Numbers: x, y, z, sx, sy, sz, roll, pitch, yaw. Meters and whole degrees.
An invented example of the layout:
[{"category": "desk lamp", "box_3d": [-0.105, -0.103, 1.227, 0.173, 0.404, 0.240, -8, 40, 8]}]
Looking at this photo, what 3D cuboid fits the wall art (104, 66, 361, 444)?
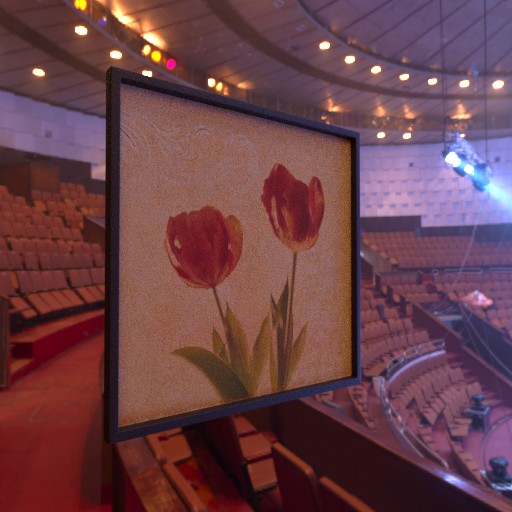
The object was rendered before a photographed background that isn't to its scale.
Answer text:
[{"category": "wall art", "box_3d": [0.000, 0.000, 1.199, 0.805, 0.807, 0.043, 1, -1, -37]}]
